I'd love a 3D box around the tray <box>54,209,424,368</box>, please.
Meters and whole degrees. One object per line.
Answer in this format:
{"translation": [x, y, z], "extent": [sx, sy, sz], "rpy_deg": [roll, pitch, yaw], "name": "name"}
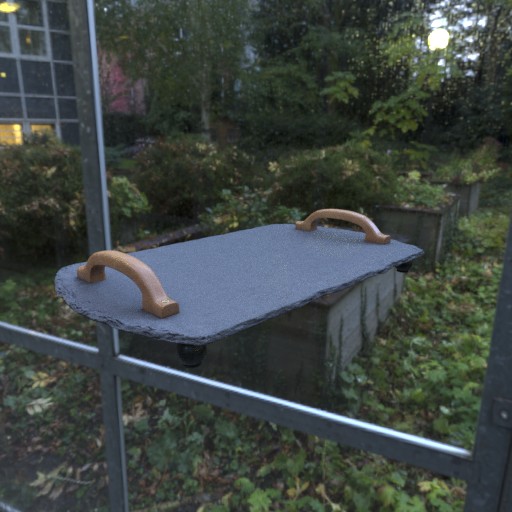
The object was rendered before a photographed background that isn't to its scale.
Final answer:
{"translation": [0.000, 0.000, 0.466], "extent": [0.231, 0.062, 0.387], "rpy_deg": [14, 21, 43], "name": "tray"}
